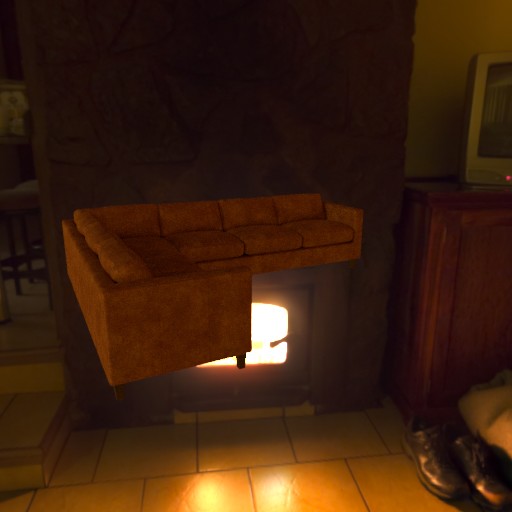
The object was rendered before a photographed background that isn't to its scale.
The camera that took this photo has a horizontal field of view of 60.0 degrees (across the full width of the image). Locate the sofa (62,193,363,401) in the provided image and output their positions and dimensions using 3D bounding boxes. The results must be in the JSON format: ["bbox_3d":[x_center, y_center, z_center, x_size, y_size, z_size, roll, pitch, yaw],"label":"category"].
[{"bbox_3d":[0.000,0.000,4.202,3.150,0.838,2.438,-8,17,-27],"label":"sofa"}]
